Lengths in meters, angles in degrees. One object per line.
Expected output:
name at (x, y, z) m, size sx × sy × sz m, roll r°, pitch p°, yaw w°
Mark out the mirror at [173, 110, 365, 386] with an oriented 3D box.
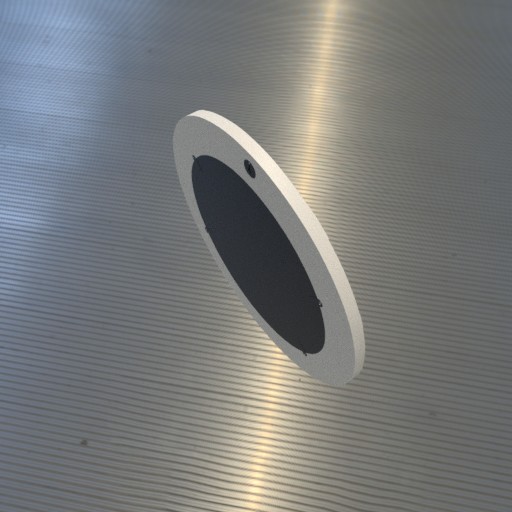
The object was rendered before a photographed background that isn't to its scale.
mirror at (0.000, 0.000, 1.374) m, size 0.038 × 0.914 × 0.914 m, roll -32°, pitch 64°, yaw -17°
